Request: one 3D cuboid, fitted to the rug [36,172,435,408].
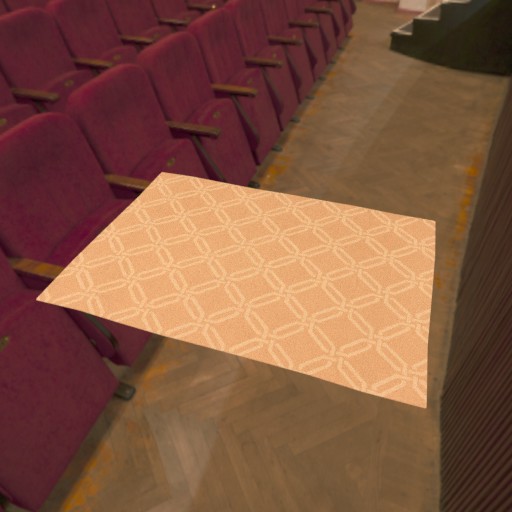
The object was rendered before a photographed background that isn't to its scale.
[{"bbox_3d":[0.000,0.000,2.788,2.135,0.013,1.524,12,42,14],"label":"rug"}]
